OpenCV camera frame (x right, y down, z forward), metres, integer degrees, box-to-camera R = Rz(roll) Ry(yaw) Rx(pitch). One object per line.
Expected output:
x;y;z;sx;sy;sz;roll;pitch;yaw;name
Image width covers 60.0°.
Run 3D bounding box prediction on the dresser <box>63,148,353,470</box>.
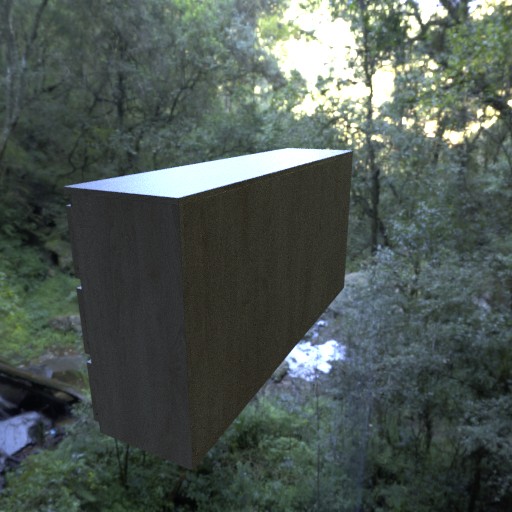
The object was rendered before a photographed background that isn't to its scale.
0.000;0.000;1.918;0.390;0.795;1.590;9;20;25;dresser
